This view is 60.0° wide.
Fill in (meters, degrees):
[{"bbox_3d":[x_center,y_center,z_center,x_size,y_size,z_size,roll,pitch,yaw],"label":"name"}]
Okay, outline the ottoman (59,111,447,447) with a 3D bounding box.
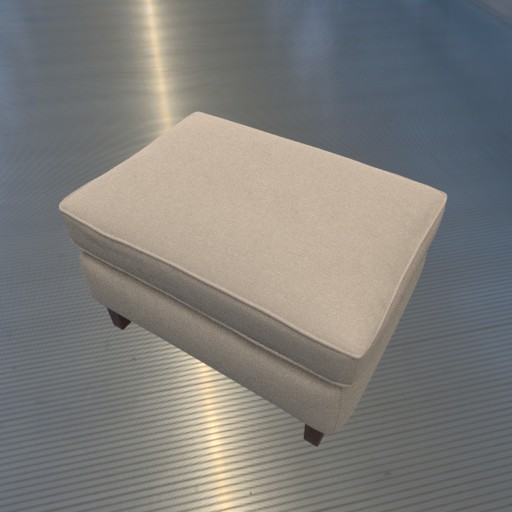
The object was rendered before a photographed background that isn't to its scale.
[{"bbox_3d":[0.000,0.000,1.001,0.665,0.456,0.501,24,51,22],"label":"ottoman"}]
